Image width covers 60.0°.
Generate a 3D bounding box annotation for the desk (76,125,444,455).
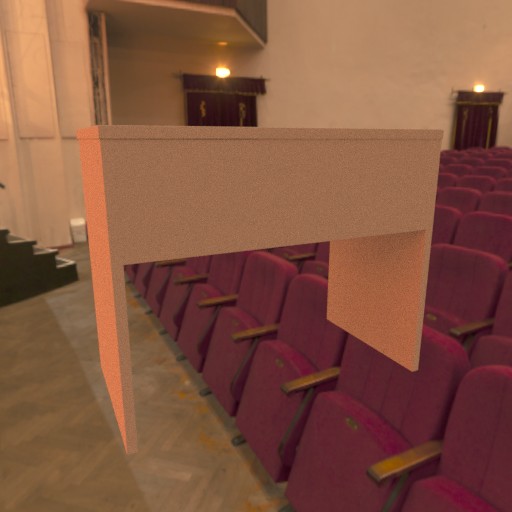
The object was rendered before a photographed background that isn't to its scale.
[{"bbox_3d":[0.000,0.000,1.330,0.900,0.729,0.498,-7,16,-25],"label":"desk"}]
